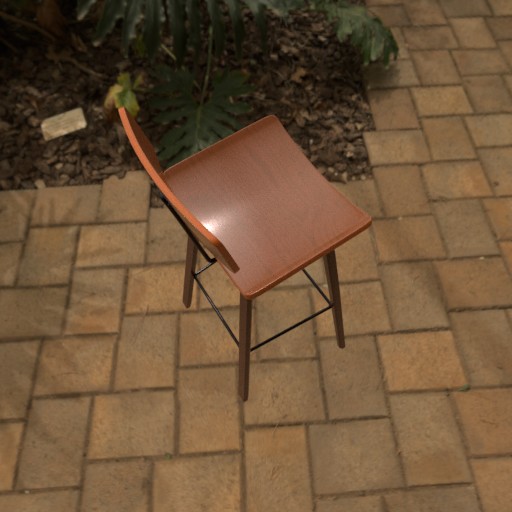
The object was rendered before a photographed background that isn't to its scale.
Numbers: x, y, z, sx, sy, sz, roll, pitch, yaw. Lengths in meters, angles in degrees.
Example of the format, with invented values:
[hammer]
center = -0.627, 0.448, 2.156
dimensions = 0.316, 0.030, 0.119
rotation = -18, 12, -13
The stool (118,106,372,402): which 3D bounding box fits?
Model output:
[stool]
center = 0.000, 0.000, 1.231
dimensions = 0.440, 0.969, 0.509
rotation = -29, 63, -16
